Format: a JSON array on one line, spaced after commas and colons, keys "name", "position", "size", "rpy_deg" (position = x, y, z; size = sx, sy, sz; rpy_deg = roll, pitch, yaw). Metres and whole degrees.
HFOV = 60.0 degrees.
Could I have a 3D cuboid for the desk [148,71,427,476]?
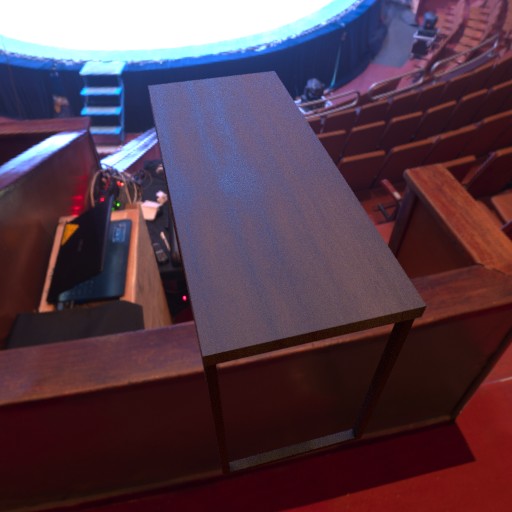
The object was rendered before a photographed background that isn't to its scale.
[{"name": "desk", "position": [0.000, 0.000, 1.534], "size": [0.511, 0.752, 1.134], "rpy_deg": [-11, 48, -10]}]
